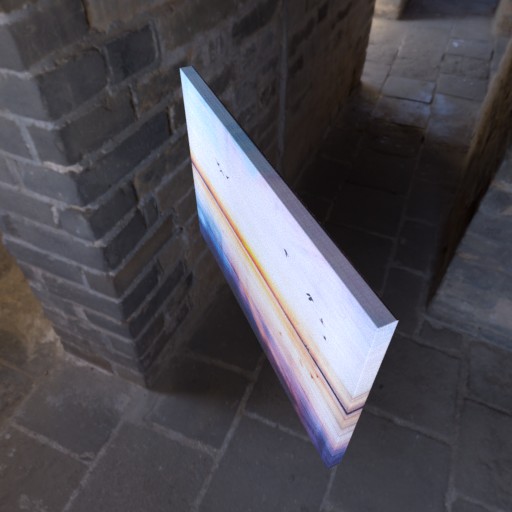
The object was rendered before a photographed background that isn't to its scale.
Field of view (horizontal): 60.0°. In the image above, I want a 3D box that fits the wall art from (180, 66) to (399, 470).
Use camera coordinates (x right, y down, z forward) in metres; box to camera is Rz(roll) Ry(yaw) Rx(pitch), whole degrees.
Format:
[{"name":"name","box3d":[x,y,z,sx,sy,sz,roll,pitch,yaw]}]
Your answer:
[{"name":"wall art","box3d":[0.000,0.000,1.132,0.037,0.605,0.911,-18,50,-16]}]
